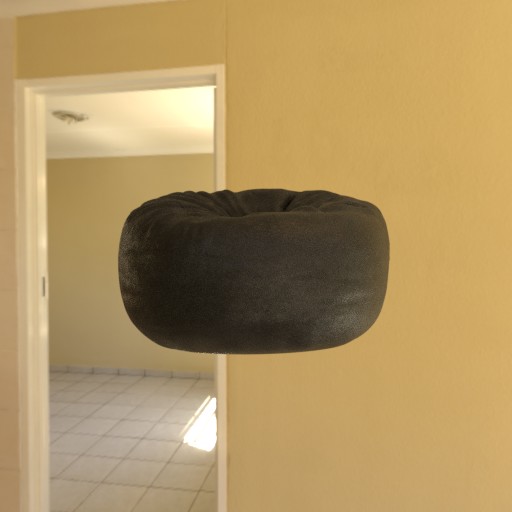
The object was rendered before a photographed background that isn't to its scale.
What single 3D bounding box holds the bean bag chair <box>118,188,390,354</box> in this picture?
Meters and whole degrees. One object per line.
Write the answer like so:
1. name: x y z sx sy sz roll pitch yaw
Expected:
1. bean bag chair: 0.000 0.000 2.475 1.524 0.878 1.524 0 1 -1
